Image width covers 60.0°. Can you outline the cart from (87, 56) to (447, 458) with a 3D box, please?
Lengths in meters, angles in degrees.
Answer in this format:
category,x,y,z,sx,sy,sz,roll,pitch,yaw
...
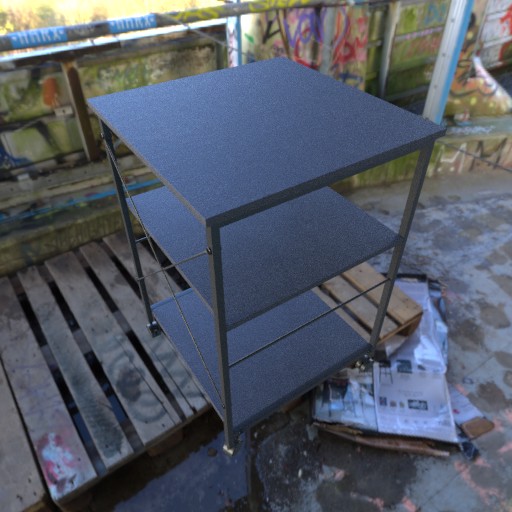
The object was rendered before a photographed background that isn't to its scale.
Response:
category,x,y,z,sx,sy,sz,roll,pitch,yaw
cart,0.000,0.000,1.139,0.520,0.762,0.521,-24,46,-25
